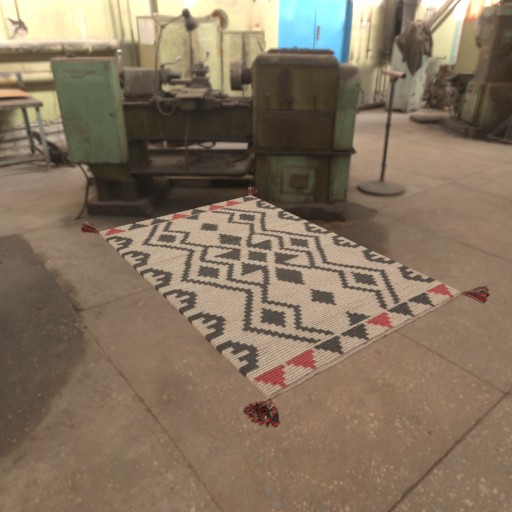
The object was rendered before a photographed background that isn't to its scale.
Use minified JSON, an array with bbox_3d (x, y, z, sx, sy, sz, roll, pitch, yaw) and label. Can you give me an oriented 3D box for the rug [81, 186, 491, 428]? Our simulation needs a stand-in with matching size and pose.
[{"bbox_3d":[0.000,0.000,2.551,1.444,0.067,2.069,-18,32,-32],"label":"rug"}]
